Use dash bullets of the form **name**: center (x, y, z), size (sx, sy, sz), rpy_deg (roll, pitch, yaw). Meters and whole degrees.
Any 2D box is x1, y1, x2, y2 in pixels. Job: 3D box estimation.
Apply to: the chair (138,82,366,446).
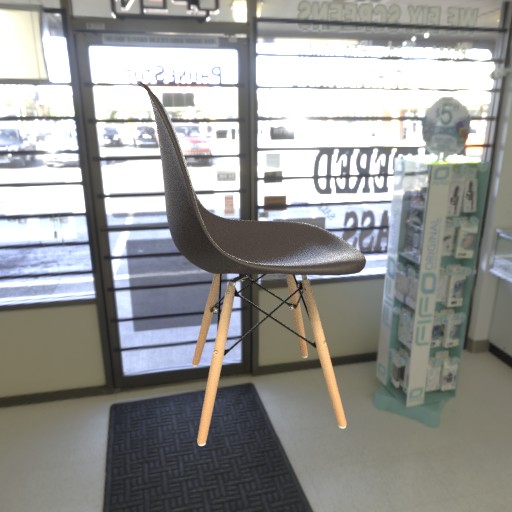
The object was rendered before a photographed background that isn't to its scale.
- **chair**: center (0.000, 0.000, 1.149), size (0.533, 0.825, 0.470), rpy_deg (-3, 17, -9)
